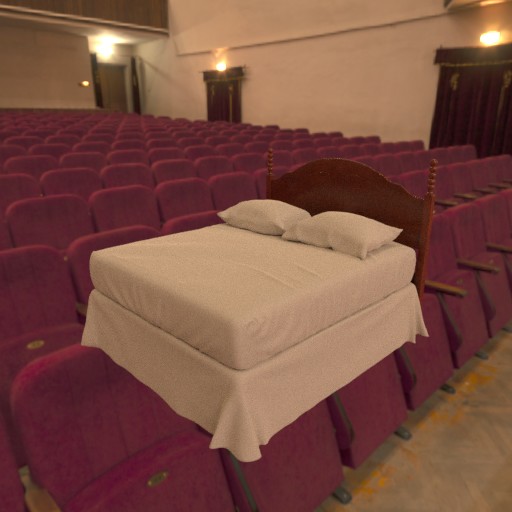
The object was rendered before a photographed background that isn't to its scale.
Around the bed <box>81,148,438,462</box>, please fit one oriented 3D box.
[{"bbox_3d":[0.000,0.000,3.213,2.040,1.356,1.873,-16,24,-42],"label":"bed"}]
